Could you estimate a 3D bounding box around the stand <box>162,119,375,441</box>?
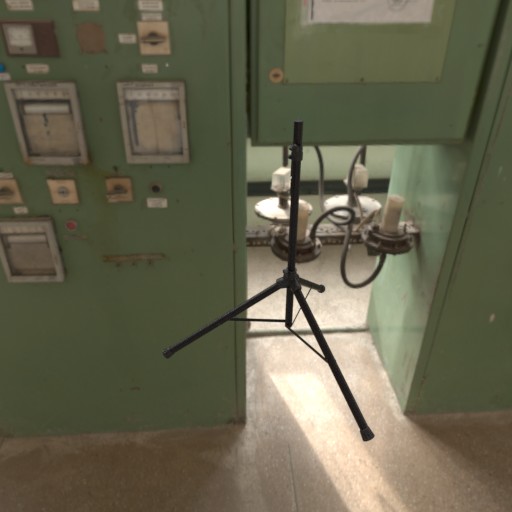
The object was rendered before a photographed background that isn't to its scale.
[{"bbox_3d":[0.000,0.000,1.886,0.907,1.136,1.045,-1,32,-2],"label":"stand"}]
